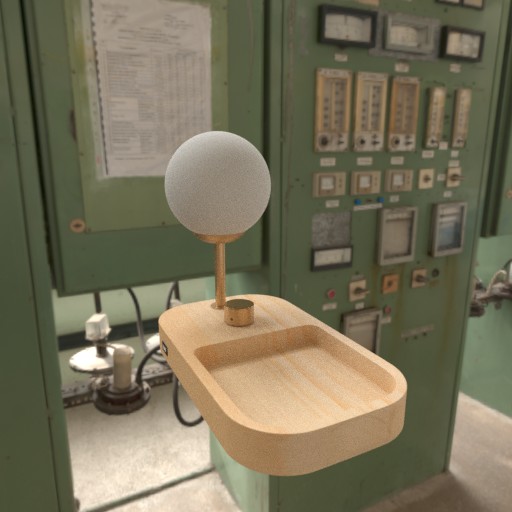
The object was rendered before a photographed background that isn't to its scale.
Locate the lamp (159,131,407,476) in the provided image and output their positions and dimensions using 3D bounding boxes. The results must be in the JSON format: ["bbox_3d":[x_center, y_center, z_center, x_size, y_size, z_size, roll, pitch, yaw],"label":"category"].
[{"bbox_3d":[0.000,0.000,0.457,0.173,0.253,0.331,-7,16,-26],"label":"lamp"}]
